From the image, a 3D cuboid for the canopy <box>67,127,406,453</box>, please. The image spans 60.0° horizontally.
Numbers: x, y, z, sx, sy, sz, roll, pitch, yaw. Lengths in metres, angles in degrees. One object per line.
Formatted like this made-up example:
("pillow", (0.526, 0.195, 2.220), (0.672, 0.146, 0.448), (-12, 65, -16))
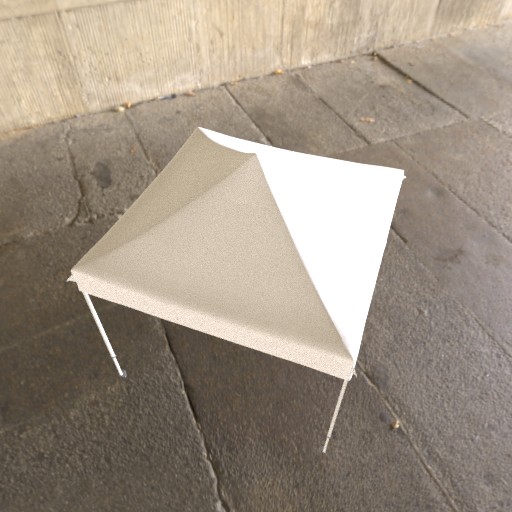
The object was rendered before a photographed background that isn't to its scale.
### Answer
("canopy", (0.000, 0.000, 5.522), (2.994, 2.998, 2.996), (16, 49, 14))
